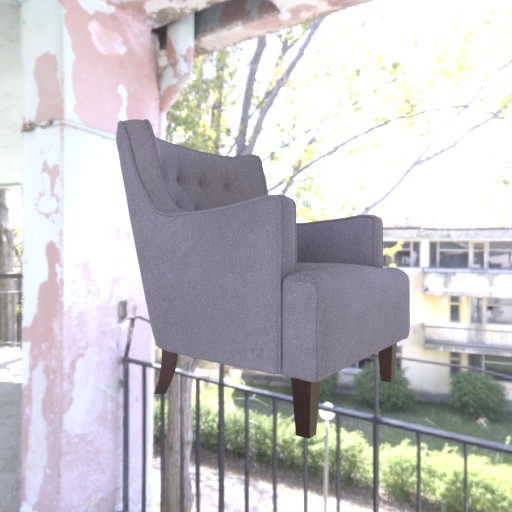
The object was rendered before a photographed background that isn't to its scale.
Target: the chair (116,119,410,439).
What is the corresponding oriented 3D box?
[{"bbox_3d":[0.000,0.000,1.602,0.910,0.919,0.781,0,0,35],"label":"chair"}]
